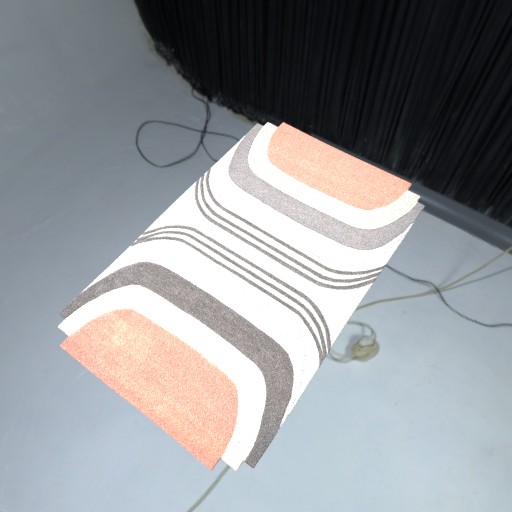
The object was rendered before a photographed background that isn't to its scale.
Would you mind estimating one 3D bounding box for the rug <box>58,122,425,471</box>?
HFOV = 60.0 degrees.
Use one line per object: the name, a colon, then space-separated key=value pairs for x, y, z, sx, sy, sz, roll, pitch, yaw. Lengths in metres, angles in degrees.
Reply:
rug: x=0.000 y=0.000 z=3.043 sx=1.530 sy=0.017 sz=2.446 roll=31 pitch=63 yaw=18
